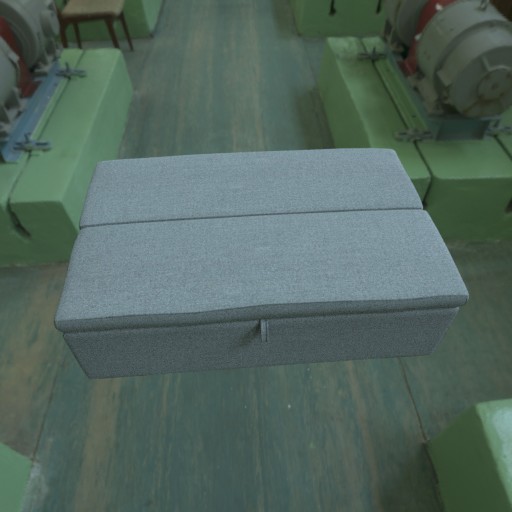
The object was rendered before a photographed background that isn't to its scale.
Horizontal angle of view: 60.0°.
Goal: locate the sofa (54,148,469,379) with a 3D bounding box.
[{"bbox_3d":[0.000,0.000,1.691,1.250,0.434,0.817,-3,47,-3],"label":"sofa"}]
